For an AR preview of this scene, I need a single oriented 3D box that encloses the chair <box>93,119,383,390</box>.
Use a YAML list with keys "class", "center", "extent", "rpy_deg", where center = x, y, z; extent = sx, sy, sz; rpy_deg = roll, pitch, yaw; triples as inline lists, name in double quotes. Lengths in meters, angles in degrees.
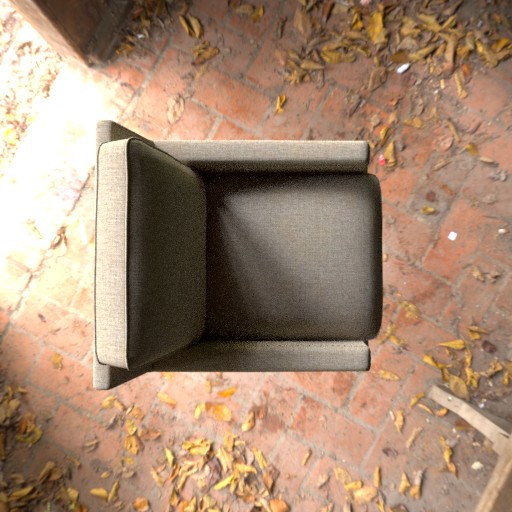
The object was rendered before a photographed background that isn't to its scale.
- class: "chair"
  center: [0.000, 0.000, 1.708]
  extent: [1.014, 0.943, 0.853]
  rpy_deg: [0, 89, 0]
